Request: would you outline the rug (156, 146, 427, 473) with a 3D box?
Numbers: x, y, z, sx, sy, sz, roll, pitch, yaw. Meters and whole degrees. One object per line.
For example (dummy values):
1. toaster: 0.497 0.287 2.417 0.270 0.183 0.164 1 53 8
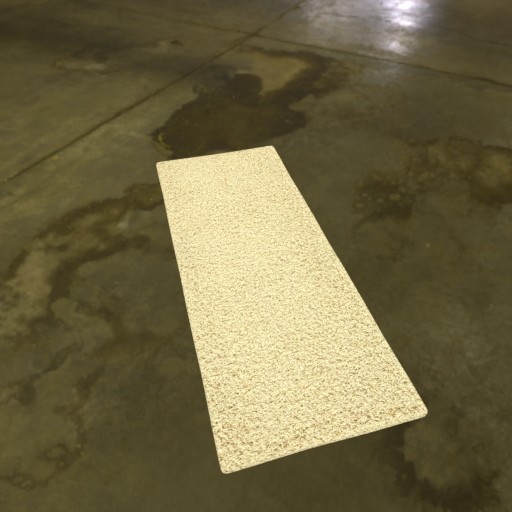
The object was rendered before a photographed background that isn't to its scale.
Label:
1. rug: 0.000 0.000 1.740 0.609 0.030 1.524 -11 45 -11
